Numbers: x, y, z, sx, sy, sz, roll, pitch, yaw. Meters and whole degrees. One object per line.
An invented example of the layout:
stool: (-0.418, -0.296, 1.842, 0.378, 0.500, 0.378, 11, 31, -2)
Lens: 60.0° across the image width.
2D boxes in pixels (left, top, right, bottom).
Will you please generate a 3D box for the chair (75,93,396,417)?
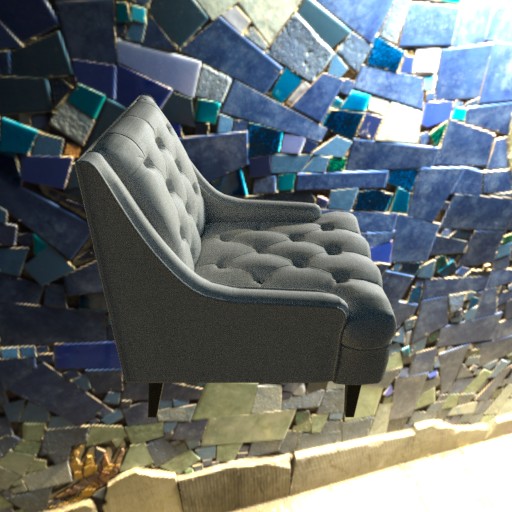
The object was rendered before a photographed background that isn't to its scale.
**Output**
chair: (0.000, 0.000, 1.427, 0.772, 0.891, 0.658, 0, 32, 0)
